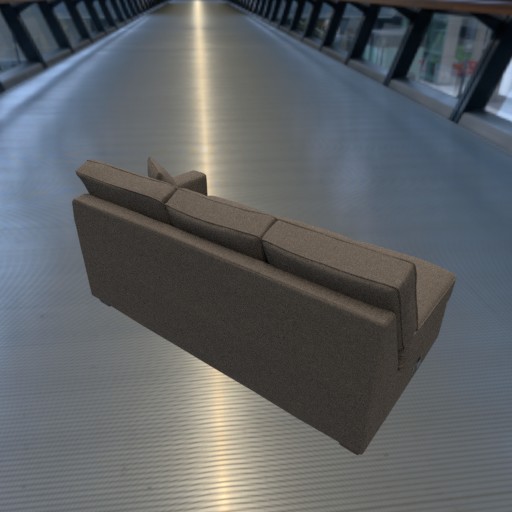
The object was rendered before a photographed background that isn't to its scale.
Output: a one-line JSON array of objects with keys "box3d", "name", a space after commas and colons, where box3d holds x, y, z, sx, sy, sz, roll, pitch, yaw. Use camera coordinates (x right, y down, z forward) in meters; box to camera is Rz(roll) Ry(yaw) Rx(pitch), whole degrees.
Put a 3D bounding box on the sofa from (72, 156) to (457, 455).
[{"box3d": [0.000, 0.000, 2.523, 1.963, 0.946, 1.034, 21, 36, 32], "name": "sofa"}]
